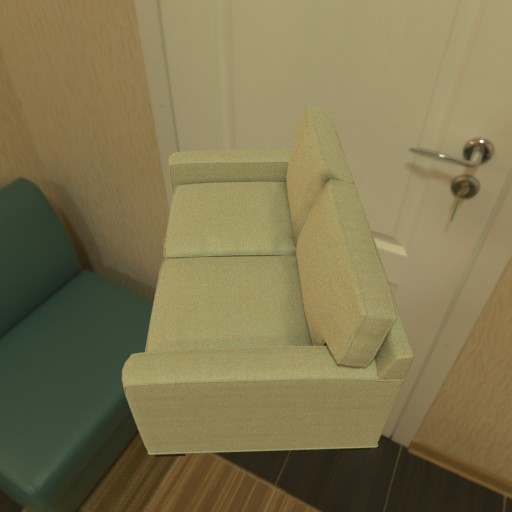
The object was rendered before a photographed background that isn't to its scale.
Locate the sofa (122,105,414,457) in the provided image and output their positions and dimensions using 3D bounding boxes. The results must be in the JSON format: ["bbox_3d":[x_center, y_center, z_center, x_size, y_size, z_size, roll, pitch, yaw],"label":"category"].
[{"bbox_3d":[0.000,0.000,2.060,0.942,0.853,1.484,-1,43,-1],"label":"sofa"}]
